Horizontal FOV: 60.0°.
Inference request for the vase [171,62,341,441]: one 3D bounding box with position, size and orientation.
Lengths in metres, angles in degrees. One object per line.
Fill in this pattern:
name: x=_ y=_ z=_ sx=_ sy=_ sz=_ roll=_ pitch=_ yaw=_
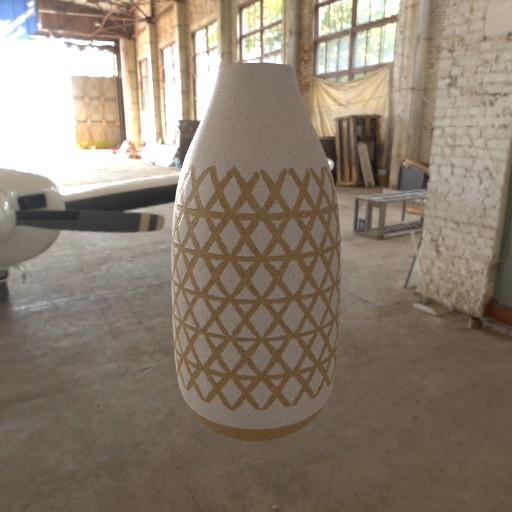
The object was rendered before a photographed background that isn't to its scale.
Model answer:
vase: x=0.000 y=0.000 z=0.482 sx=0.186 sy=0.380 sz=0.186 roll=0 pitch=16 yaw=0
